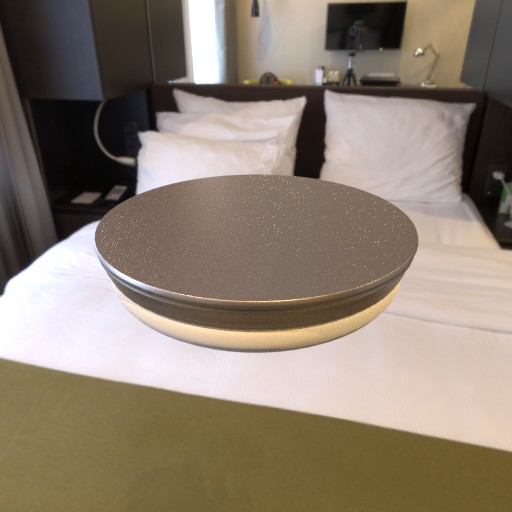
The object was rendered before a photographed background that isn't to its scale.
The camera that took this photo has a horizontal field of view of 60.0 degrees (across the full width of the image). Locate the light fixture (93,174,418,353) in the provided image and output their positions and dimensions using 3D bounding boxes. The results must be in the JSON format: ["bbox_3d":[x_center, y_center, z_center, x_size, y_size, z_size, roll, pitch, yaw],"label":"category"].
[{"bbox_3d":[0.000,0.000,0.549,0.368,0.100,0.368,0,27,0],"label":"light fixture"}]
